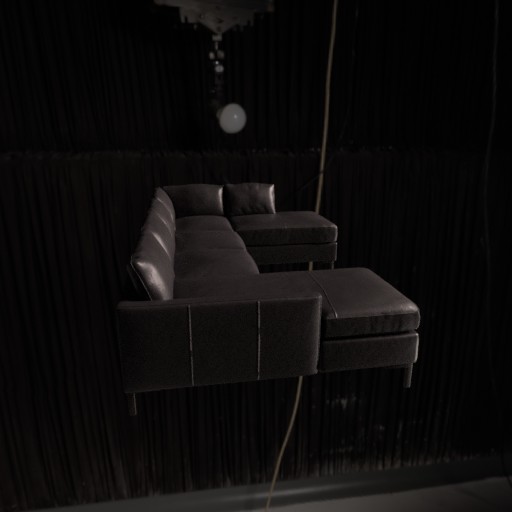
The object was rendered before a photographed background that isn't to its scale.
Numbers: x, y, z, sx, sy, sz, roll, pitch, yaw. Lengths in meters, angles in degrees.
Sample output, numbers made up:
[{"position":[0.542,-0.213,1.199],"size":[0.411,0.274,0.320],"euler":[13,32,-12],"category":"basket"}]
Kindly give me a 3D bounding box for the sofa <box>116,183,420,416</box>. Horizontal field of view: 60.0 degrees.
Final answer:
[{"position":[0.000,0.000,3.815],"size":[1.939,0.900,2.956],"euler":[-3,17,-9],"category":"sofa"}]
